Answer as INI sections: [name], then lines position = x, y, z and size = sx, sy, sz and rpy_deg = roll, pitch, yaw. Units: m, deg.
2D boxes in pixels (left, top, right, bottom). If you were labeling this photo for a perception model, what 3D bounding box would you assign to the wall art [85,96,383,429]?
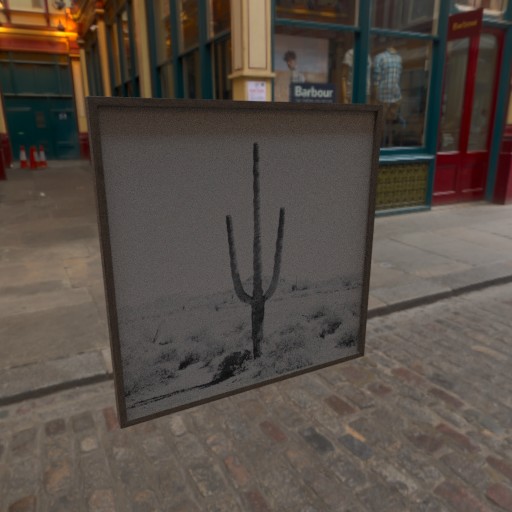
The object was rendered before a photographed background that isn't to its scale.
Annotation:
[wall art]
position = 0.000, 0.000, 1.156
size = 0.762, 0.762, 0.038
rpy_deg = -8, 18, -27
